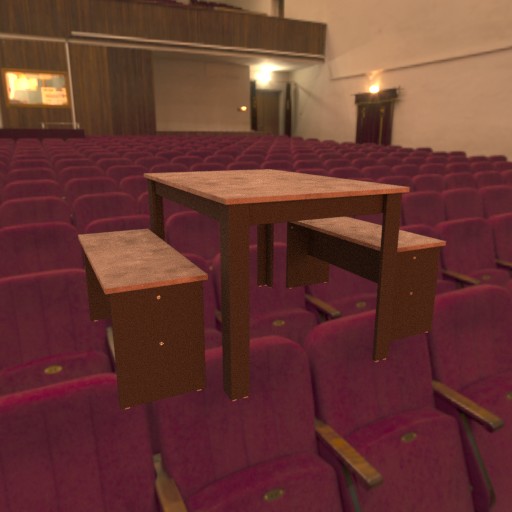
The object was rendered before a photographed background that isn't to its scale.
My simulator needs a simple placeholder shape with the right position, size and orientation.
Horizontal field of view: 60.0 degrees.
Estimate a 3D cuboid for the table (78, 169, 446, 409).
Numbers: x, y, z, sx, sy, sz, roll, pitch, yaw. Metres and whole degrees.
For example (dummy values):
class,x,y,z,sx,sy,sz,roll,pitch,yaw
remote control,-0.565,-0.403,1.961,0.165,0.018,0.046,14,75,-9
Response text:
class,x,y,z,sx,sy,sz,roll,pitch,yaw
table,0.000,0.000,2.042,1.443,0.700,1.100,-7,16,-25
